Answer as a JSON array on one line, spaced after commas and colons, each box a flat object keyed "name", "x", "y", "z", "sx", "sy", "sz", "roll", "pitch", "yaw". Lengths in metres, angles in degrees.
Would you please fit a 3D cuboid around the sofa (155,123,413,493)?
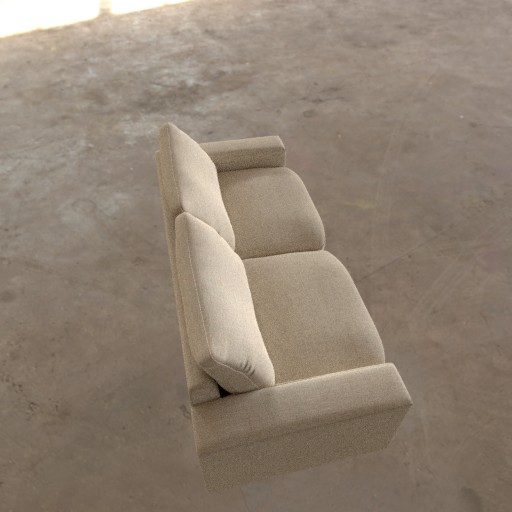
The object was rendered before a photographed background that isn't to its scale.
[{"name": "sofa", "x": 0.000, "y": 0.000, "z": 2.749, "sx": 1.040, "sy": 0.922, "sz": 2.299, "roll": -10, "pitch": 47, "yaw": -9}]
